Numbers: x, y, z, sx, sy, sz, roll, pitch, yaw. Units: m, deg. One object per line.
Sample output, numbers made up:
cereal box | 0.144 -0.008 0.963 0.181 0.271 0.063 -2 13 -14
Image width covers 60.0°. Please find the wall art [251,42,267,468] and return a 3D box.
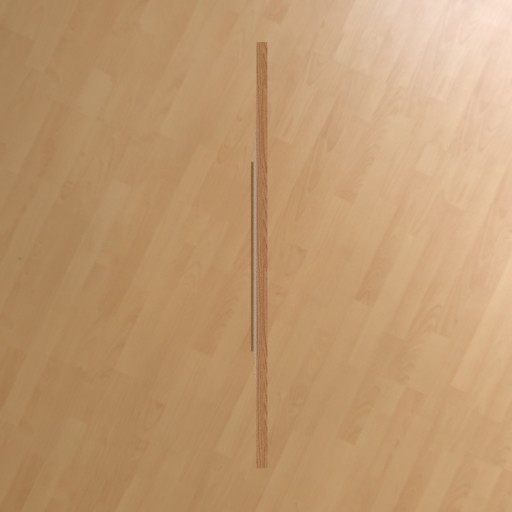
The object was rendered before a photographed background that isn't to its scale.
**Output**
wall art | 0.000 0.000 0.779 0.011 0.605 0.458 0 90 -1
